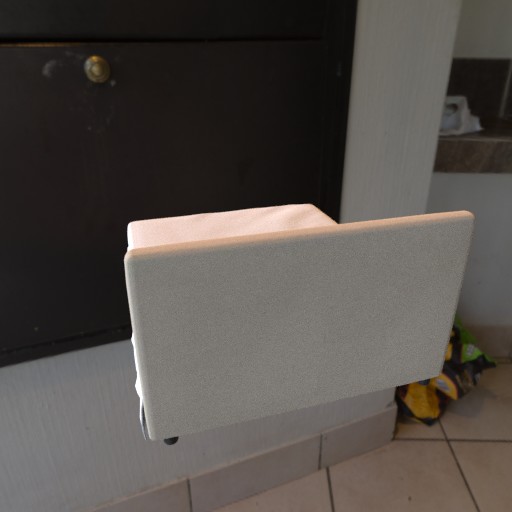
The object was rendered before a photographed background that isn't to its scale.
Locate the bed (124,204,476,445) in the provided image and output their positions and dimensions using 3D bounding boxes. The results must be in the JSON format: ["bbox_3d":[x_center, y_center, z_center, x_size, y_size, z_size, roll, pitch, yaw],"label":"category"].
[{"bbox_3d":[0.000,0.000,3.626,2.119,1.317,2.319,-7,26,-15],"label":"bed"}]
